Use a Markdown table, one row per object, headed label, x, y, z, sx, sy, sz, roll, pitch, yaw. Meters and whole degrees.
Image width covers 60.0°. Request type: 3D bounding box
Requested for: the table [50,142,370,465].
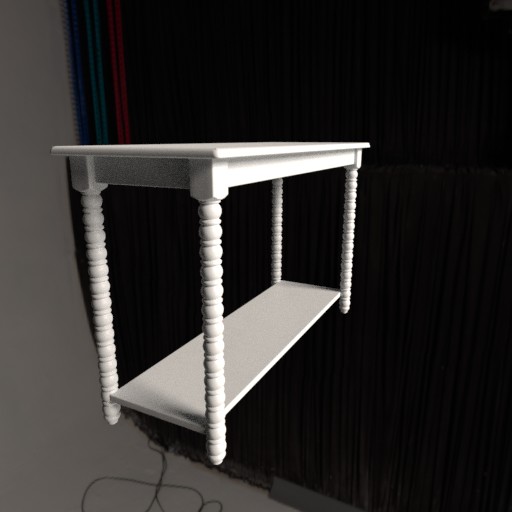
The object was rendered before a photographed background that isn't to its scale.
| label | x | y | z | sx | sy | sz | roll | pitch | yaw |
| --- | --- | --- | --- | --- | --- | --- | --- | --- | --- |
| table | 0.000 | 0.000 | 1.510 | 0.459 | 0.740 | 1.184 | 8 | 17 | 26 |
